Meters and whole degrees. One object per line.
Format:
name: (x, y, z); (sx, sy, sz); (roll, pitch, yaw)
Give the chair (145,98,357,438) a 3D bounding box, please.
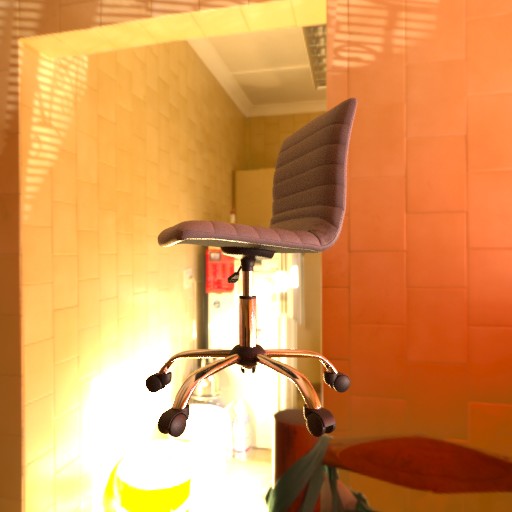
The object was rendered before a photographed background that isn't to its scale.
chair: (0.000, 0.000, 1.154); (0.542, 0.750, 0.569); (0, 0, -18)
